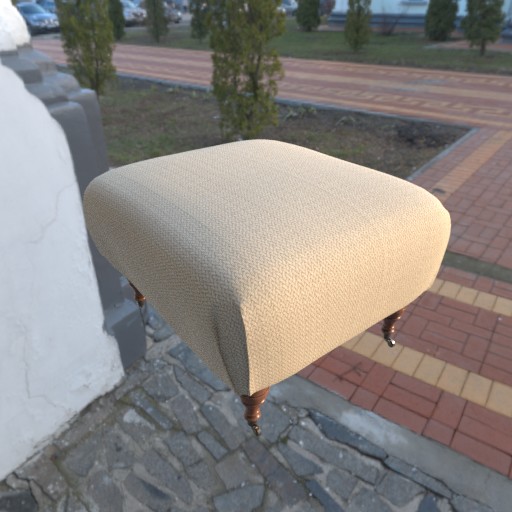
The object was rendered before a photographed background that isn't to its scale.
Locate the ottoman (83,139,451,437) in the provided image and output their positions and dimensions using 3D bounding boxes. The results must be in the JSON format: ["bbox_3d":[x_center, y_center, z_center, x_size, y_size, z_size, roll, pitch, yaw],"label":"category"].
[{"bbox_3d":[0.000,0.000,1.089,0.622,0.447,0.684,-21,36,-32],"label":"ottoman"}]
